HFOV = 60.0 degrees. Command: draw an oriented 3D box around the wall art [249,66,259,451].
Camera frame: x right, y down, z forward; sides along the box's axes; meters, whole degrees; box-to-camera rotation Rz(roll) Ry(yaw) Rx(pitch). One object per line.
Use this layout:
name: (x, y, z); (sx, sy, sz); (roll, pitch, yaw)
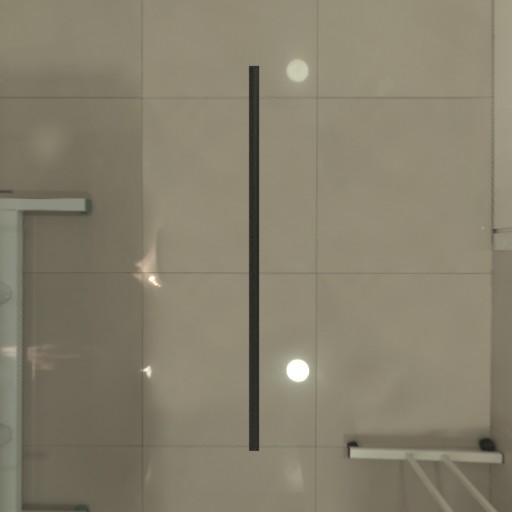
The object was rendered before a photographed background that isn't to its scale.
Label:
wall art: (0.000, 0.000, 0.849); (0.012, 0.661, 0.451); (0, 91, 0)
